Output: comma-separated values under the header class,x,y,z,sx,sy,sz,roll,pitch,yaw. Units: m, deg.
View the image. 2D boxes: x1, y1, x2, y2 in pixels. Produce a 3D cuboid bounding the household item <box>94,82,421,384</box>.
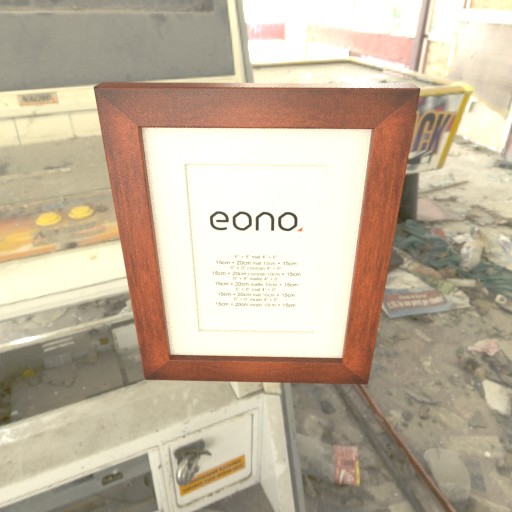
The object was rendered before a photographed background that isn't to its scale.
class,x,y,z,sx,sy,sz,roll,pitch,yaw
household item,0.000,0.000,0.343,0.200,0.250,0.020,1,30,1
